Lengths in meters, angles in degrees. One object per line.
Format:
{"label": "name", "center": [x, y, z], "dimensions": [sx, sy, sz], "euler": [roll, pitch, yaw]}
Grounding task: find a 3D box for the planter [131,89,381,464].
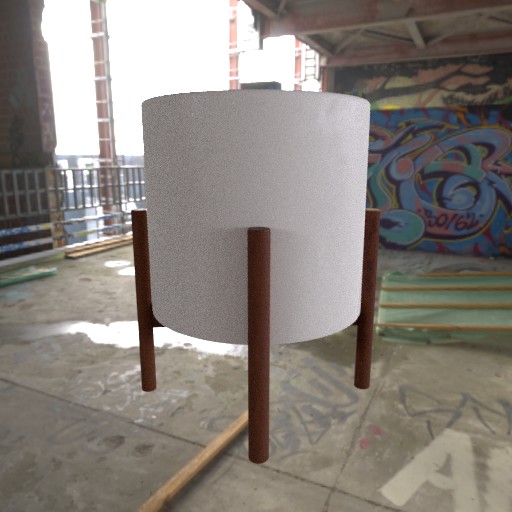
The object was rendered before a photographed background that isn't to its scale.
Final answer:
{"label": "planter", "center": [0.000, 0.000, 0.896], "dimensions": [0.421, 0.581, 0.420], "euler": [-12, 17, -43]}
